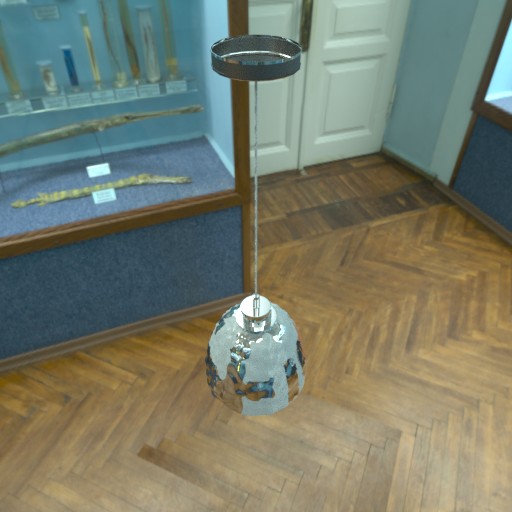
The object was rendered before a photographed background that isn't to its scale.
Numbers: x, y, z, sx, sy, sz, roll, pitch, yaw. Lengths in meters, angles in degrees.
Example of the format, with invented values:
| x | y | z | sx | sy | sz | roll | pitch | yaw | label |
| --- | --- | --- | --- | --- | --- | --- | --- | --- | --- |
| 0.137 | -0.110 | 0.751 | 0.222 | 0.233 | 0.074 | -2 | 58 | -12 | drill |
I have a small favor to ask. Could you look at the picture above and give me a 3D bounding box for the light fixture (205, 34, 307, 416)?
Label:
| x | y | z | sx | sy | sz | roll | pitch | yaw | label |
| --- | --- | --- | --- | --- | --- | --- | --- | --- | --- |
| 0.000 | 0.000 | 1.709 | 0.496 | 1.511 | 0.500 | -13 | 43 | -14 | light fixture |
